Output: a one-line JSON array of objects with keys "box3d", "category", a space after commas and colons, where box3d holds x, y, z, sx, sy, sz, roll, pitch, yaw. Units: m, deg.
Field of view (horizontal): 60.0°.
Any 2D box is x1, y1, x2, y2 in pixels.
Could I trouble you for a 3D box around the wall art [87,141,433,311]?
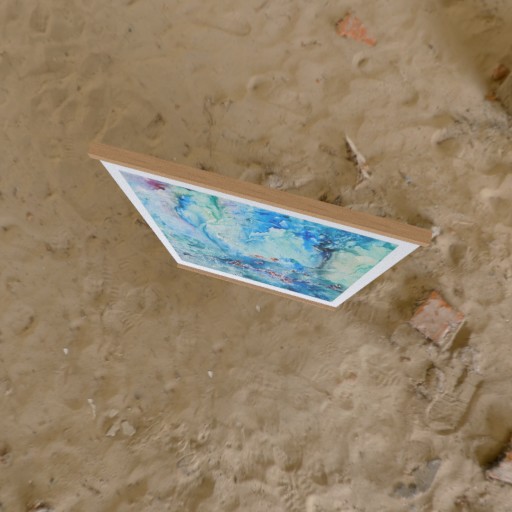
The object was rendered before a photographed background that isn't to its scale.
[{"box3d": [0.000, 0.000, 1.969, 0.991, 1.510, 0.040, 15, 77, 4], "category": "wall art"}]
